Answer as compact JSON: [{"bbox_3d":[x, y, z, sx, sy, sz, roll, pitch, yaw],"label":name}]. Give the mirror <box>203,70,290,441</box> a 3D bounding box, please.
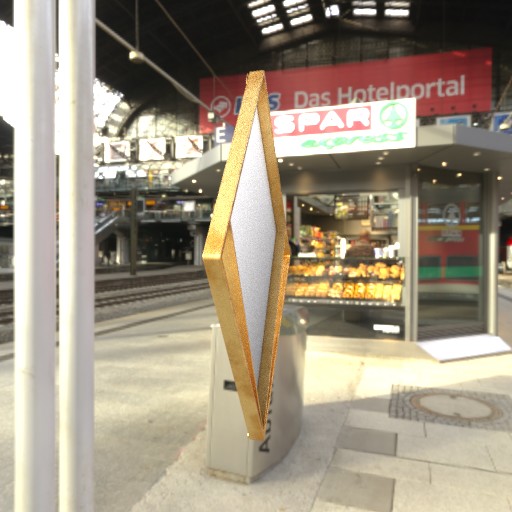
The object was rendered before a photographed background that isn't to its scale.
[{"bbox_3d":[0.000,0.000,0.816,0.032,0.679,0.419,0,0,18],"label":"mirror"}]
